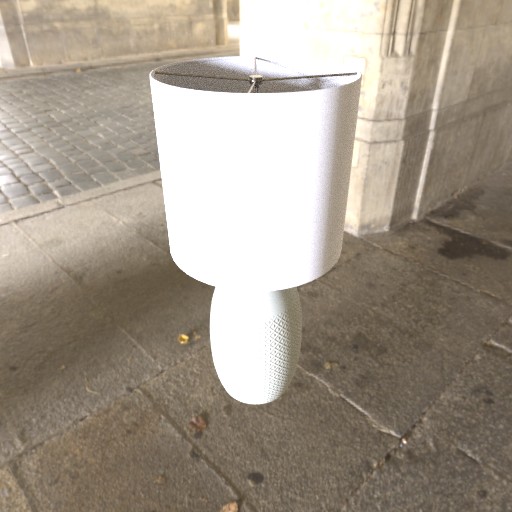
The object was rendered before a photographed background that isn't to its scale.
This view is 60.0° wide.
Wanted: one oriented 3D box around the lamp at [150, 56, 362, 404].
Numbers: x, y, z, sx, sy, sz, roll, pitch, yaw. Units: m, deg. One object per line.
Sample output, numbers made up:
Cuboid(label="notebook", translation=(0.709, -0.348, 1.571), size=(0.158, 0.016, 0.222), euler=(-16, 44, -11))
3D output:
Cuboid(label="lamp", translation=(0.000, 0.000, 0.580), size=(0.217, 0.453, 0.217), euler=(1, 32, 1))
